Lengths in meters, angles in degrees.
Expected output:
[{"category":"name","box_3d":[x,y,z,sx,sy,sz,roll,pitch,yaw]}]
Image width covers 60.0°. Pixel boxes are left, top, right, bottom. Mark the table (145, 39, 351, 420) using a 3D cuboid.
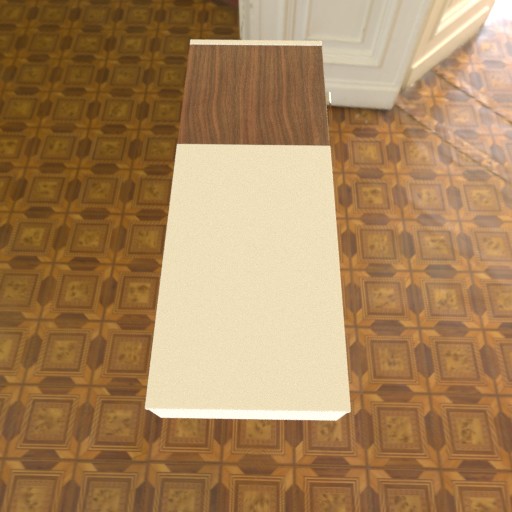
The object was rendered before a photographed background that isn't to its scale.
[{"category":"table","box_3d":[0.000,0.000,1.452,0.418,0.785,1.066,1,63,0]}]
